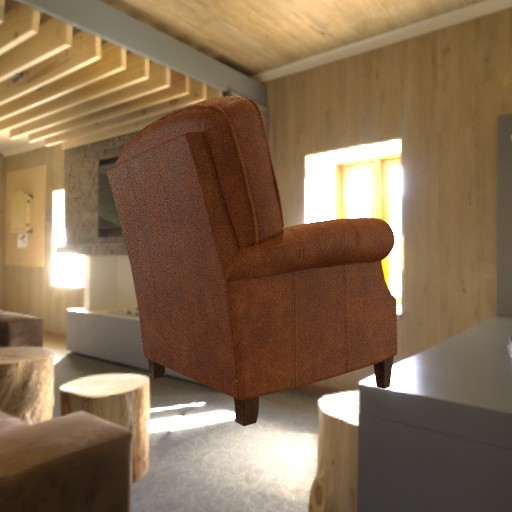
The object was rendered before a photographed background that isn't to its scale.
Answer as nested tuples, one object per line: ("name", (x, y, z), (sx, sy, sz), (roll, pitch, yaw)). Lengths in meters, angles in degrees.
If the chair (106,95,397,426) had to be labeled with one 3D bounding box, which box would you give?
("chair", (0.000, 0.000, 1.785), (0.986, 1.018, 0.936), (0, 0, -37))
